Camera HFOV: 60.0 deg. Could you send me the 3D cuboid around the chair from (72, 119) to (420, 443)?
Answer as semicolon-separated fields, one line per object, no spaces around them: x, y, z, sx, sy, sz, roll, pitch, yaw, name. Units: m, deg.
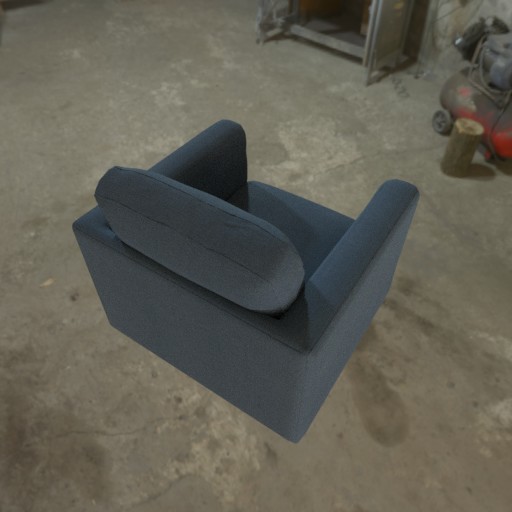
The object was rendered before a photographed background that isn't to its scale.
0.000;0.000;1.595;0.855;0.922;0.820;26;52;22;chair
